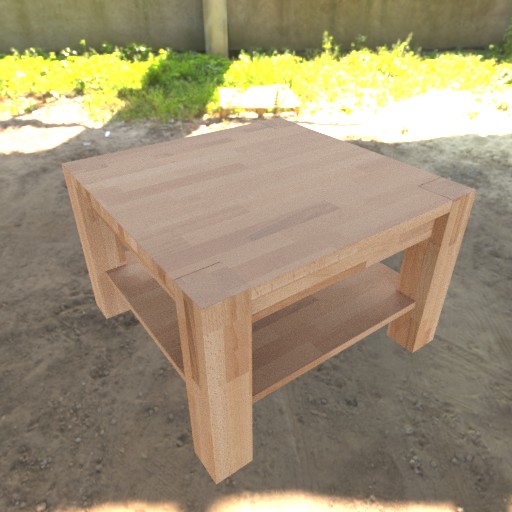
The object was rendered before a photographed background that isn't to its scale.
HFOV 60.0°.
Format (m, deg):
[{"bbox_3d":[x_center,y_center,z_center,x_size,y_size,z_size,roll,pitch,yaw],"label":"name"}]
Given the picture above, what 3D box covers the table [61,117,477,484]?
[{"bbox_3d":[0.000,0.000,1.168,0.700,0.451,0.700,-21,39,-29],"label":"table"}]
